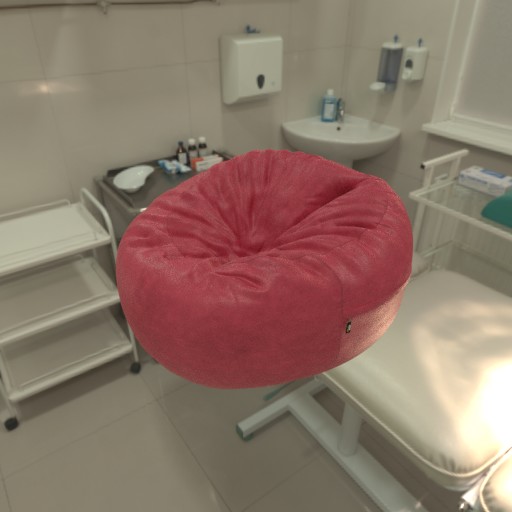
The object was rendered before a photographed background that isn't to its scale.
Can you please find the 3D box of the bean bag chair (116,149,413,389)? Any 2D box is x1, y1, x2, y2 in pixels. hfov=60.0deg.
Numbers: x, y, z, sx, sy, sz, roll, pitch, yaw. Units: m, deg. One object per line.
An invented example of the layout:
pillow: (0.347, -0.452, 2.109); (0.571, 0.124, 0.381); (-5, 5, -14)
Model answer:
bean bag chair: (0.000, 0.000, 2.512); (1.524, 0.878, 1.524); (-21, 38, -30)
